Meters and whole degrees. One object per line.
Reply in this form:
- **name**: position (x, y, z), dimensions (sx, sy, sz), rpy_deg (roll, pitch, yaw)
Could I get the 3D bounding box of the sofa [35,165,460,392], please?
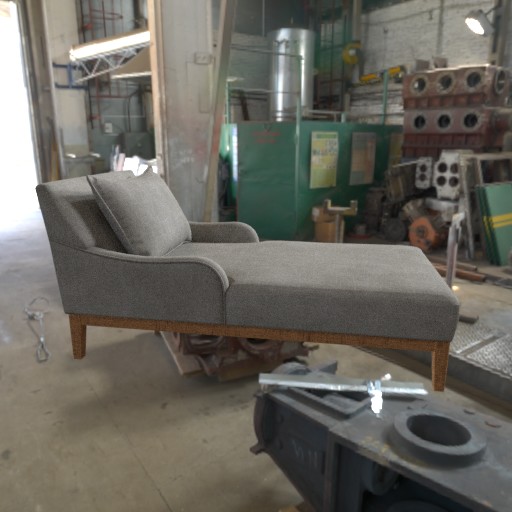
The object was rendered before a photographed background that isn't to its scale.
- **sofa**: position (0.000, 0.000, 2.266), dimensions (1.779, 0.859, 0.894), rpy_deg (3, 15, 9)
